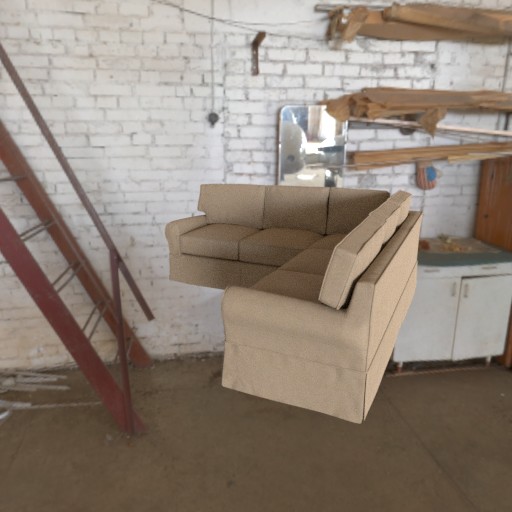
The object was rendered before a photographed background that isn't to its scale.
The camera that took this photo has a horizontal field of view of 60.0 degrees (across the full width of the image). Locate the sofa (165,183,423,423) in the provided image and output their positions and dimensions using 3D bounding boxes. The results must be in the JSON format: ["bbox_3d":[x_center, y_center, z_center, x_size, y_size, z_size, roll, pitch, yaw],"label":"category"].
[{"bbox_3d":[0.000,0.000,4.238,2.730,1.124,2.733,7,17,24],"label":"sofa"}]
